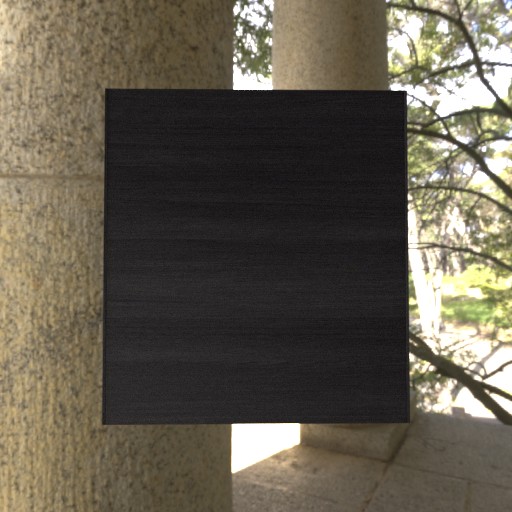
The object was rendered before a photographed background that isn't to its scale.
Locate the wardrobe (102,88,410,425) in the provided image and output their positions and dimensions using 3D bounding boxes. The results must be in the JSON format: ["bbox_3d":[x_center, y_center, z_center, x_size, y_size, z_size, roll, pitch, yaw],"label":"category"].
[{"bbox_3d":[0.000,0.000,2.898,1.780,1.960,0.629,0,-2,-1],"label":"wardrobe"}]
